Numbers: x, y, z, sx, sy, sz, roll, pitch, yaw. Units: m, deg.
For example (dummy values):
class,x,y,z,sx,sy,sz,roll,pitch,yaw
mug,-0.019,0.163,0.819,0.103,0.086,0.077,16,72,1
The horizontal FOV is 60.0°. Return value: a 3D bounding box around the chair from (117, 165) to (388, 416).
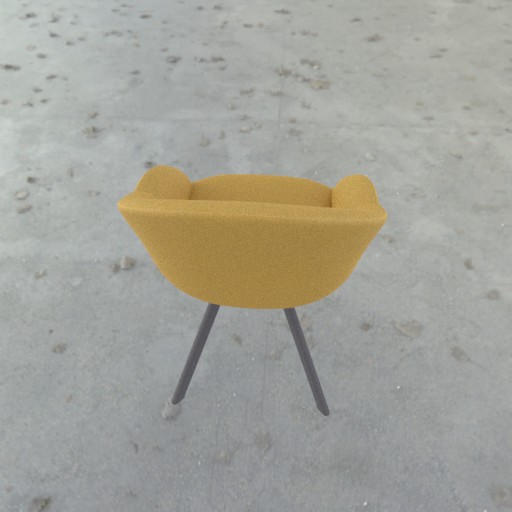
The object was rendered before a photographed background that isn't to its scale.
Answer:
class,x,y,z,sx,sy,sz,roll,pitch,yaw
chair,0.000,0.000,1.176,0.551,0.793,0.583,3,46,3
